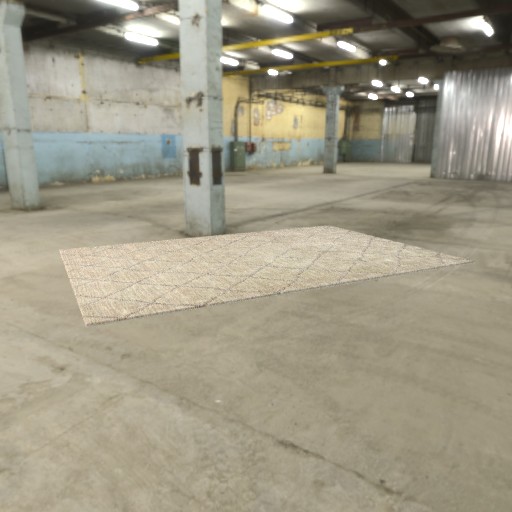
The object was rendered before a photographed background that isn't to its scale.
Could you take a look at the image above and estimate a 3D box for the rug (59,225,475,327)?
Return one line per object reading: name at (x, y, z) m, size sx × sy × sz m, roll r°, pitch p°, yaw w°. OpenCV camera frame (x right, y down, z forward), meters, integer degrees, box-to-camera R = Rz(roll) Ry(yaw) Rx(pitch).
rug at (0.000, 0.000, 2.912) m, size 2.280 × 0.015 × 1.521 m, roll -7°, pitch 15°, yaw -26°
